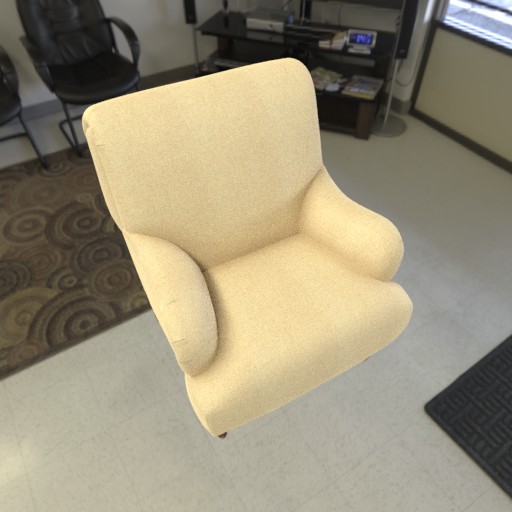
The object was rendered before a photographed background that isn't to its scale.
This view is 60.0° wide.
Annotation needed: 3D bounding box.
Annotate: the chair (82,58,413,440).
[{"bbox_3d":[0.000,0.000,1.473,0.766,0.944,0.842,-22,50,-20],"label":"chair"}]
